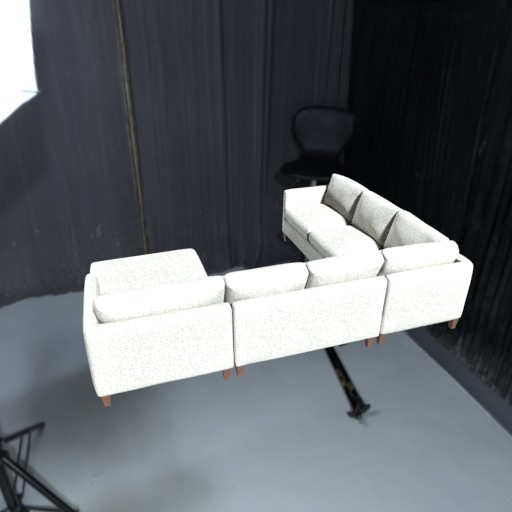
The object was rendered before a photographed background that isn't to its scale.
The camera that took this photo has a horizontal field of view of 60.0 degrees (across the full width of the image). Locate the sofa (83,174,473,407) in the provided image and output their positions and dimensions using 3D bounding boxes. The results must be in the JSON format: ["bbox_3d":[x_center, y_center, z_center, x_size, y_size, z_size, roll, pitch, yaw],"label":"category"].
[{"bbox_3d":[0.000,0.000,4.812,3.460,0.959,2.593,-8,28,-16],"label":"sofa"}]
